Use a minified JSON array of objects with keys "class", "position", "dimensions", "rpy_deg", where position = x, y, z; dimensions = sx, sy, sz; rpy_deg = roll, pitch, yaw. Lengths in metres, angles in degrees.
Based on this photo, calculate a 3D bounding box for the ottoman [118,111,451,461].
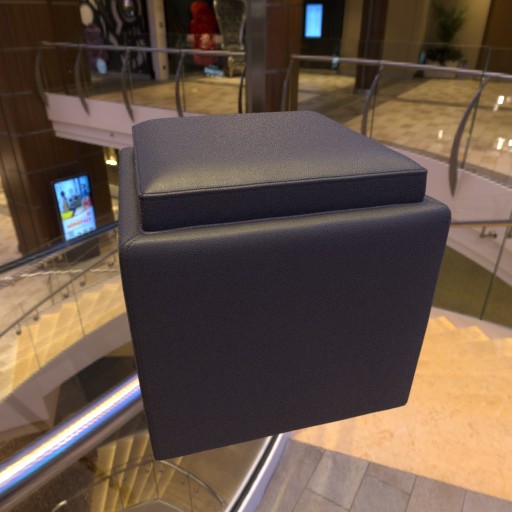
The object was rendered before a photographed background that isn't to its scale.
[{"class":"ottoman","position":[0.000,0.000,0.803],"dimensions":[0.450,0.460,0.451],"rpy_deg":[-7,29,-13]}]
